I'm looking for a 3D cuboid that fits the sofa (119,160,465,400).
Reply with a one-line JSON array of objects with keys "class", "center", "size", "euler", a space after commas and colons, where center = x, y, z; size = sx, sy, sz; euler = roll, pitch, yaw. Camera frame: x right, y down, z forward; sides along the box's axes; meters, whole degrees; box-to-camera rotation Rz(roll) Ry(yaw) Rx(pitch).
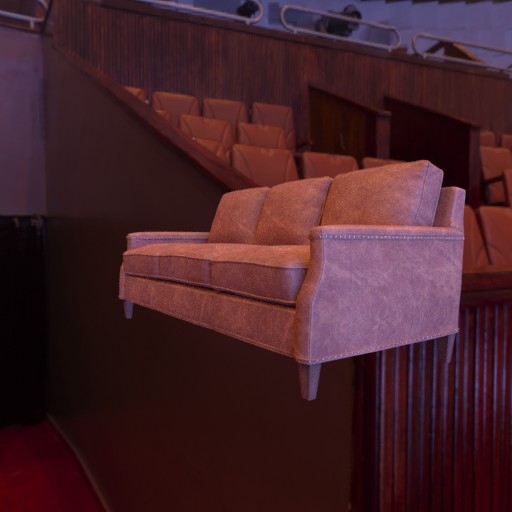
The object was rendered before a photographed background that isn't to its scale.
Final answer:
[{"class": "sofa", "center": [0.000, 0.000, 2.811], "size": [1.084, 1.003, 2.246], "euler": [-1, 3, -34]}]
